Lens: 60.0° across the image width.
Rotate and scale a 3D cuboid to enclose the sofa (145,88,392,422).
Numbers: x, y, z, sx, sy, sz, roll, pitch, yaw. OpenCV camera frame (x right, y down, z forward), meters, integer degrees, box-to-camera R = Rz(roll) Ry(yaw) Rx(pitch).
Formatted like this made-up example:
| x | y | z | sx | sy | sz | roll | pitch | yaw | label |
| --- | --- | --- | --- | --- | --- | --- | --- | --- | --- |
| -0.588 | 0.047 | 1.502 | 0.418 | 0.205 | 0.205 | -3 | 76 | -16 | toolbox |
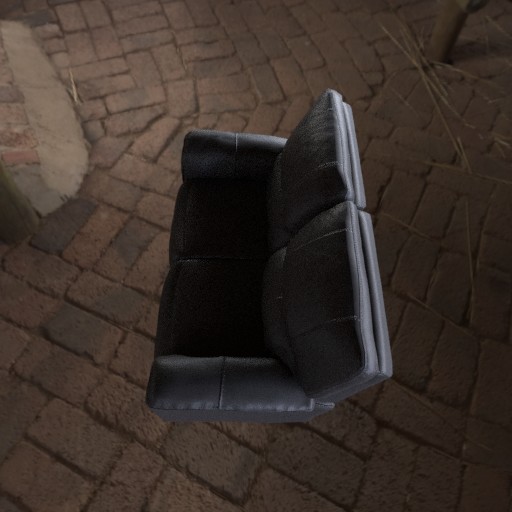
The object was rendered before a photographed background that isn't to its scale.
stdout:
| x | y | z | sx | sy | sz | roll | pitch | yaw | label |
| --- | --- | --- | --- | --- | --- | --- | --- | --- | --- |
| 0.000 | 0.000 | 2.514 | 1.104 | 1.111 | 1.765 | 1 | 58 | 1 | sofa |
